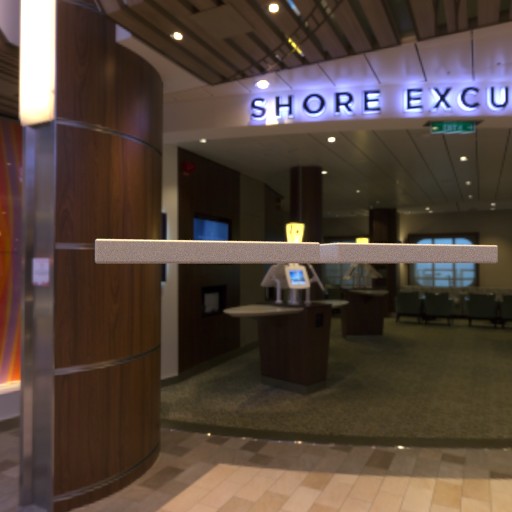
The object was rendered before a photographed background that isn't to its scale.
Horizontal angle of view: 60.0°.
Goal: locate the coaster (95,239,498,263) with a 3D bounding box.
[{"bbox_3d":[0.000,0.000,0.318,0.214,0.010,0.219,0,-1,-19],"label":"coaster"}]
